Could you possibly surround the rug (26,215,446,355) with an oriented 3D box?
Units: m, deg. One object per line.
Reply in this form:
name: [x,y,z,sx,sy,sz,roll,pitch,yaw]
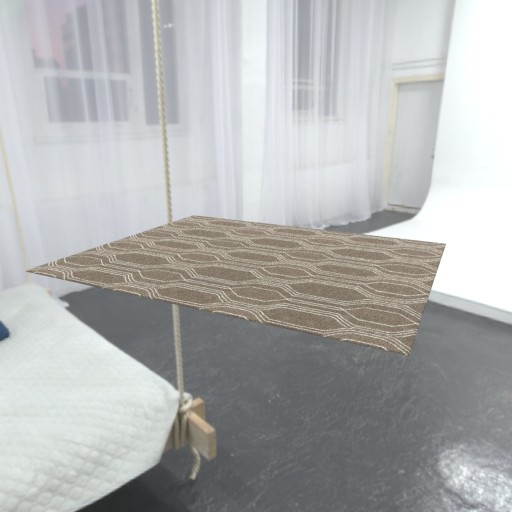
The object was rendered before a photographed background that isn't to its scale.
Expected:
rug: [0.000,0.000,4.076,3.062,0.012,2.457,8,19,25]
